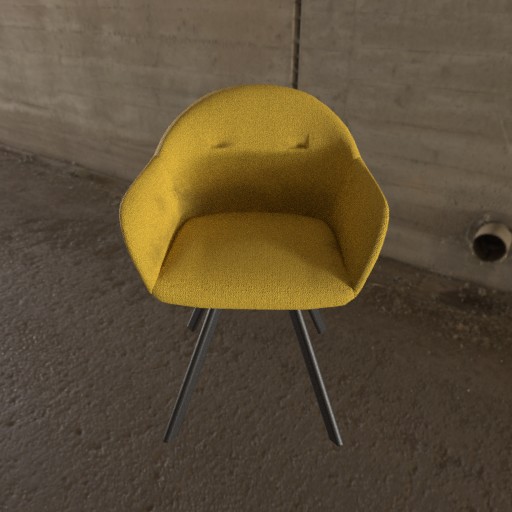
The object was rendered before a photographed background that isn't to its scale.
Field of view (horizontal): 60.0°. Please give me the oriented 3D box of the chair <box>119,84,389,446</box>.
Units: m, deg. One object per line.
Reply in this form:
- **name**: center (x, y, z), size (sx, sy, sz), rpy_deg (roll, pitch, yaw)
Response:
- **chair**: center (0.000, 0.000, 1.168), size (0.545, 0.775, 0.565), rpy_deg (1, 30, 1)
